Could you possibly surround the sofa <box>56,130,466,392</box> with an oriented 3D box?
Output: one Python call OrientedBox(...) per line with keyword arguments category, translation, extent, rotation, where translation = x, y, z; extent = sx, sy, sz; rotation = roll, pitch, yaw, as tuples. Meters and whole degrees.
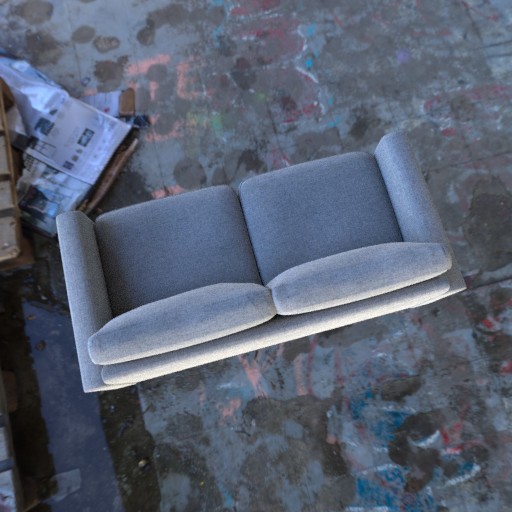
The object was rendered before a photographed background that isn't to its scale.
OrientedBox(category="sofa", translation=(0.000, 0.000, 2.454), extent=(1.978, 0.892, 0.969), rotation=(-15, 76, -4))
